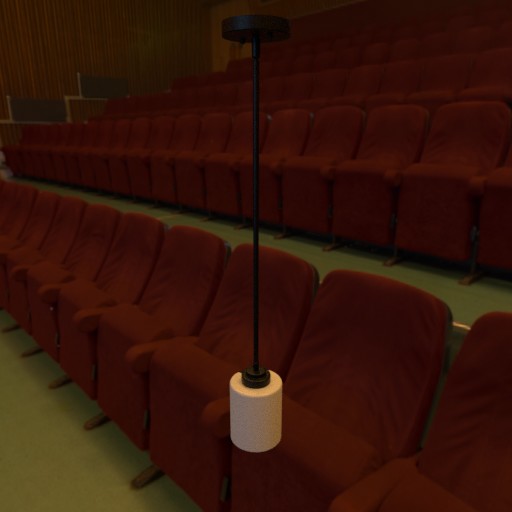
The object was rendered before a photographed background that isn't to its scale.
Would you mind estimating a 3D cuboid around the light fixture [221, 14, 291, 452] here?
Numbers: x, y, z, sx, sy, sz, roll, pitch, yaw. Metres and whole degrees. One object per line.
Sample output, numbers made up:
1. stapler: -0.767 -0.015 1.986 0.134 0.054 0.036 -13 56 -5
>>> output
1. light fixture: 0.000 0.000 0.909 0.123 0.863 0.123 -15 22 -41
